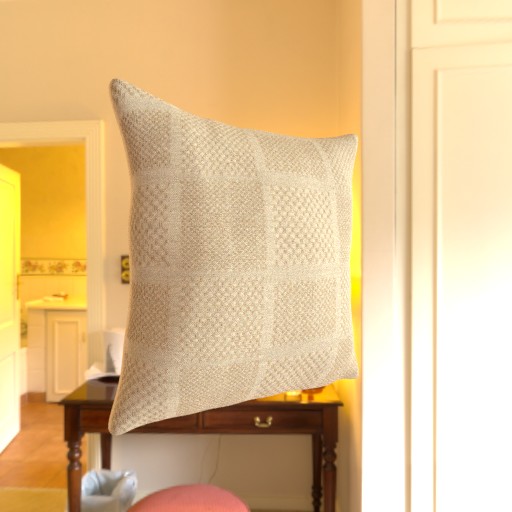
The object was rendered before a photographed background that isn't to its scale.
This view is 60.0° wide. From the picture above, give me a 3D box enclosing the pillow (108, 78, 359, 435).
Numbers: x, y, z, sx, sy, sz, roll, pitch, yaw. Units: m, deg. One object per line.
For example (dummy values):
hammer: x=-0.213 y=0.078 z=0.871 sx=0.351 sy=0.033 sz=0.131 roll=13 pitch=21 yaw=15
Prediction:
pillow: x=0.000 y=0.000 z=0.662 sx=0.436 sy=0.432 sz=0.138 roll=0 pitch=0 yaw=-35
